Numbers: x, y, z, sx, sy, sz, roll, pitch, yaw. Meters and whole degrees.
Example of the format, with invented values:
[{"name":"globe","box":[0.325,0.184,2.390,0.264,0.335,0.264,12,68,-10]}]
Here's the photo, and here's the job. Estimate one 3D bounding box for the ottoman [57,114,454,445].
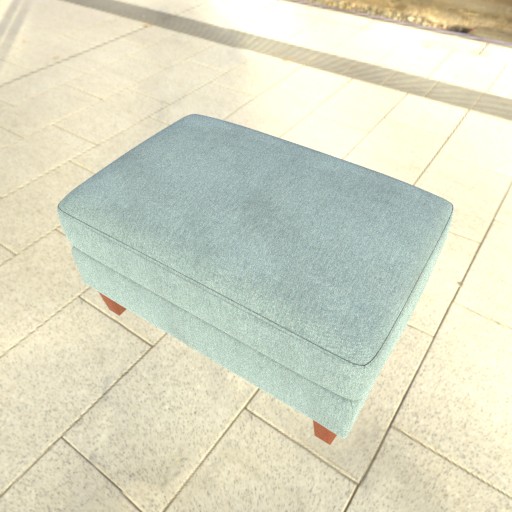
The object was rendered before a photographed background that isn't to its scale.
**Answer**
[{"name":"ottoman","box":[0.000,0.000,1.224,0.864,0.483,0.584,25,51,22]}]
